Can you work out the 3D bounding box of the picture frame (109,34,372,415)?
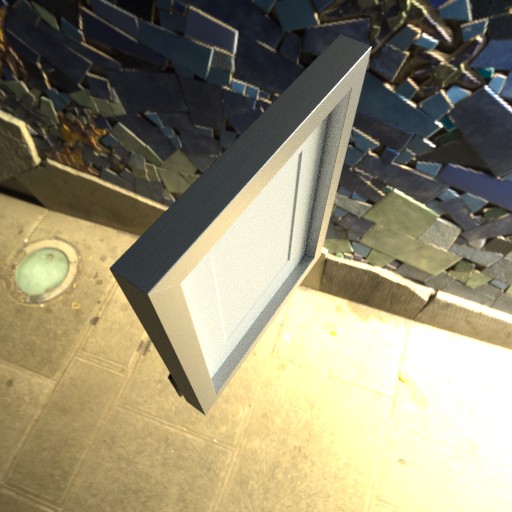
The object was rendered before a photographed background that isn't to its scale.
[{"bbox_3d":[0.000,0.000,0.386,0.036,0.282,0.233,31,64,17],"label":"picture frame"}]
